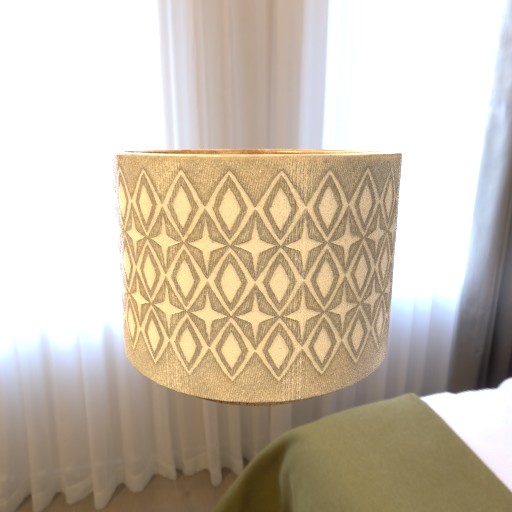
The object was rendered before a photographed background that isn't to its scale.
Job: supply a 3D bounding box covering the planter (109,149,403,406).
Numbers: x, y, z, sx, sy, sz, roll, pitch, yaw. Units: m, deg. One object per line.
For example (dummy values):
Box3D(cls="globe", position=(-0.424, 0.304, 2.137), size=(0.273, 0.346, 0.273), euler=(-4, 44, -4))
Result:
Box3D(cls="planter", position=(0.000, 0.000, 0.312), size=(0.186, 0.144, 0.186), euler=(0, 14, 0))
